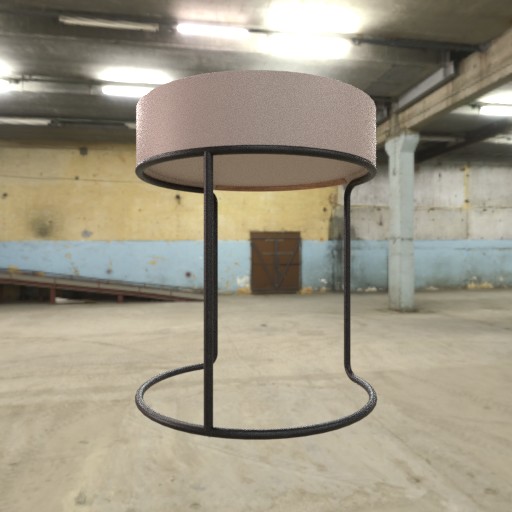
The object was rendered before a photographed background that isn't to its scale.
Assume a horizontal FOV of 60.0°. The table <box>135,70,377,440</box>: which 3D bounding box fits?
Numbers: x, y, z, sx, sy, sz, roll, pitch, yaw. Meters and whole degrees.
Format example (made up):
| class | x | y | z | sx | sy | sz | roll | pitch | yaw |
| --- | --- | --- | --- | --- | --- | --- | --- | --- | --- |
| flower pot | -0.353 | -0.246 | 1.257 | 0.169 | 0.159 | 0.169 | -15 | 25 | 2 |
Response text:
| class | x | y | z | sx | sy | sz | roll | pitch | yaw |
| --- | --- | --- | --- | --- | --- | --- | --- | --- | --- |
| table | 0.000 | 0.000 | 0.854 | 0.450 | 0.530 | 0.450 | 0 | 0 | 0 |
